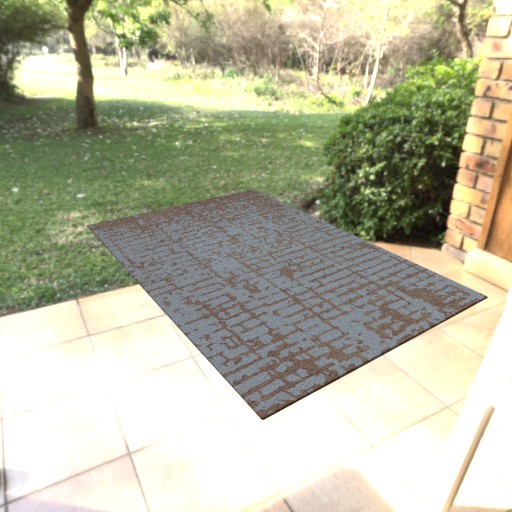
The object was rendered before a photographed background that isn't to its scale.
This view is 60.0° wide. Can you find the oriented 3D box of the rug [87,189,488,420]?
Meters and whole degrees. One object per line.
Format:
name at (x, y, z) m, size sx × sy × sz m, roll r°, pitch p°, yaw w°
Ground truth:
rug at (0.000, 0.000, 2.310) m, size 1.219 × 0.011 × 1.829 m, roll -17°, pitch 31°, yaw -31°
